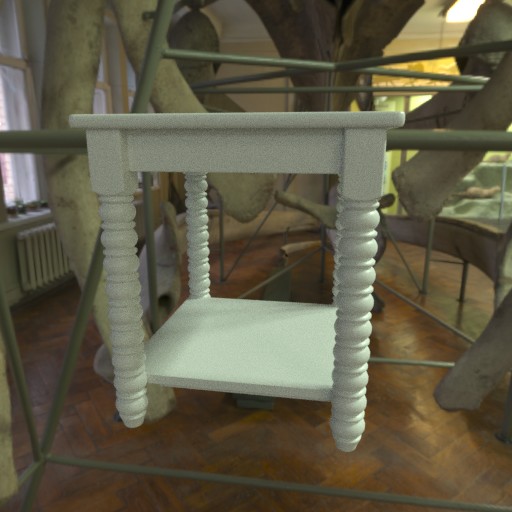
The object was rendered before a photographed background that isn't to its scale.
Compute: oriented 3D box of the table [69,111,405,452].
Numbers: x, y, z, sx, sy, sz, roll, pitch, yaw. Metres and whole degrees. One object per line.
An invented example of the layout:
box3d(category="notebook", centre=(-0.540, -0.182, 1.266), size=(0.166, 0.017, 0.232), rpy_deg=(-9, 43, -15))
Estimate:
box3d(category="table", centre=(0.000, 0.000, 0.961), size=(0.500, 0.563, 0.533), rpy_deg=(2, 15, 9))
